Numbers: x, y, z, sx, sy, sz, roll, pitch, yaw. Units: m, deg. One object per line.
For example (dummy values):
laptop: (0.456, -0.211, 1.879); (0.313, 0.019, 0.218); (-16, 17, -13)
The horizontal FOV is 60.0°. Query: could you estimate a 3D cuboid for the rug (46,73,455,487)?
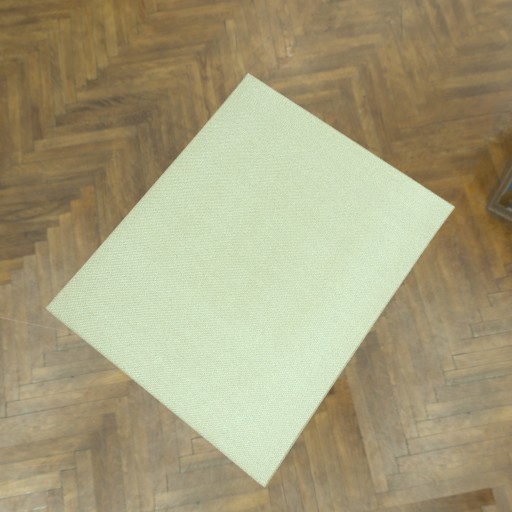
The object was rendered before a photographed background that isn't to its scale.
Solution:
rug: (0.000, 0.000, 4.089); (2.462, 0.018, 3.039); (36, 78, 9)
